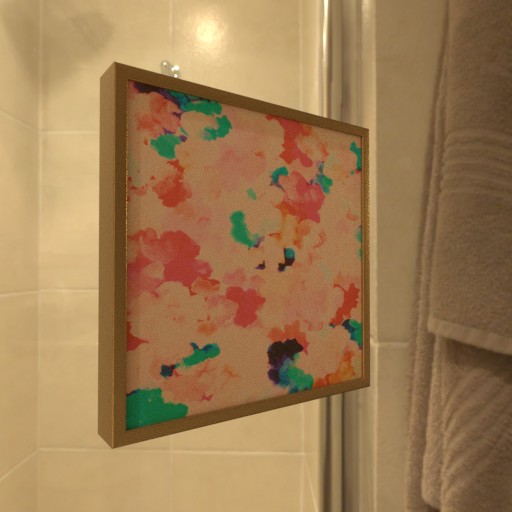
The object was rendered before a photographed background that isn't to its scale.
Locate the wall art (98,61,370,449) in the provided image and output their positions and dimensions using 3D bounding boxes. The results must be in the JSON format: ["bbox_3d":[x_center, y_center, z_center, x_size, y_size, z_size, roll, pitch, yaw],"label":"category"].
[{"bbox_3d":[0.000,0.000,0.452,0.304,0.305,0.038,1,-1,-36],"label":"wall art"}]
